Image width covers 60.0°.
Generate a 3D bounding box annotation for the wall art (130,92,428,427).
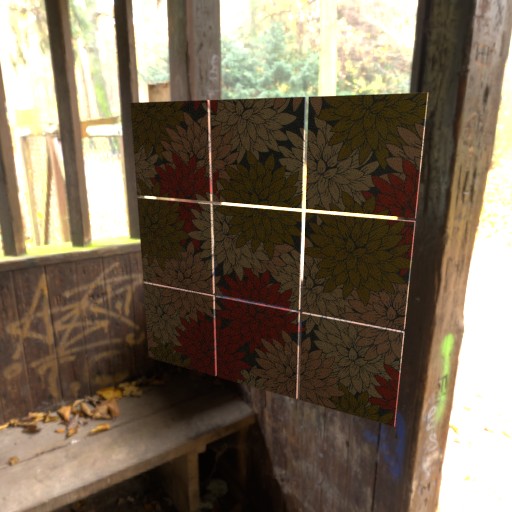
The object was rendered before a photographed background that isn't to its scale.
[{"bbox_3d":[0.000,0.000,1.815,1.206,1.218,0.013,8,18,26],"label":"wall art"}]
